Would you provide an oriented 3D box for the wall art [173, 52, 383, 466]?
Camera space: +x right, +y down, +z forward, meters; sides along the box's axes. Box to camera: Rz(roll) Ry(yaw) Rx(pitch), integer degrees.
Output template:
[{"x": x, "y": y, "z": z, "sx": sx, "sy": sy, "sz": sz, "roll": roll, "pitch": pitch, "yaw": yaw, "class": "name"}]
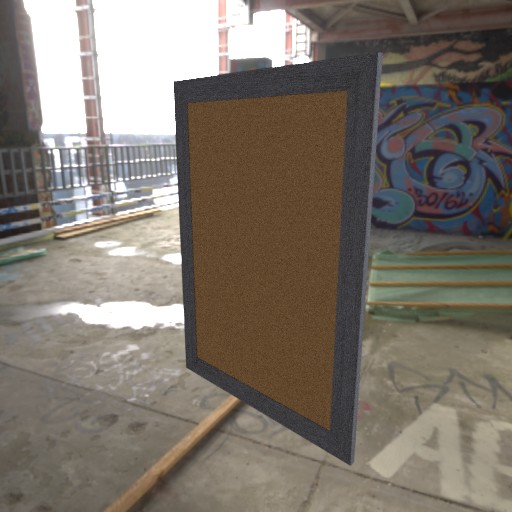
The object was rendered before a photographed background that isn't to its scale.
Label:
[{"x": 0.000, "y": 0.000, "z": 1.372, "sx": 0.768, "sy": 1.070, "sz": 0.020, "roll": 15, "pitch": 21, "yaw": 43, "class": "wall art"}]
